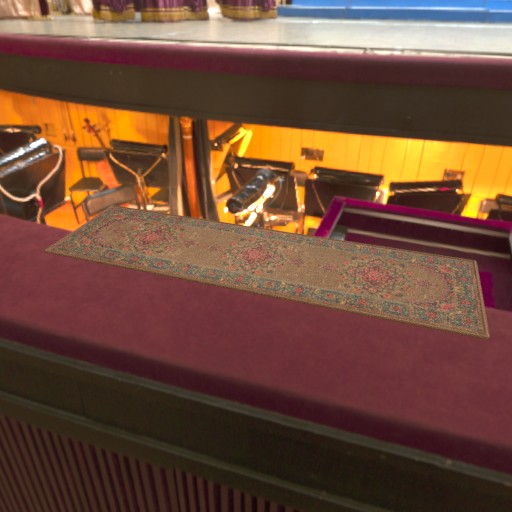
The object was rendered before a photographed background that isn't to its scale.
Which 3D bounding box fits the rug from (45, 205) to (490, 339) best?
[{"bbox_3d":[0.000,0.000,2.444,2.297,0.019,0.659,10,32,16],"label":"rug"}]
